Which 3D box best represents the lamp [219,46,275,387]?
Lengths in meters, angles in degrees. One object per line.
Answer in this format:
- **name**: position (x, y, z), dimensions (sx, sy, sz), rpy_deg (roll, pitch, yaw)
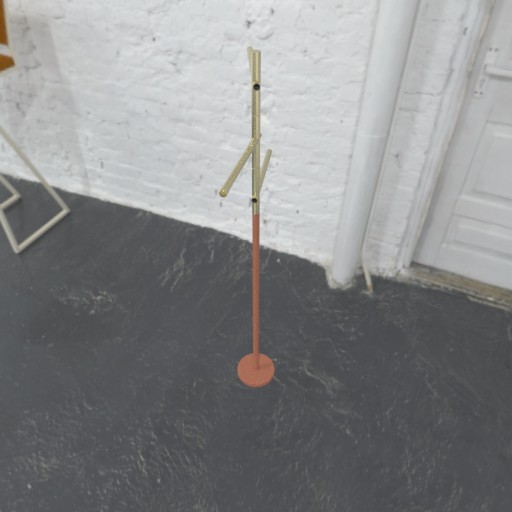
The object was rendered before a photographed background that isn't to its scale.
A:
- **lamp**: position (0.000, 0.000, 1.951), dimensions (0.209, 1.704, 0.737), rpy_deg (1, 41, 1)
